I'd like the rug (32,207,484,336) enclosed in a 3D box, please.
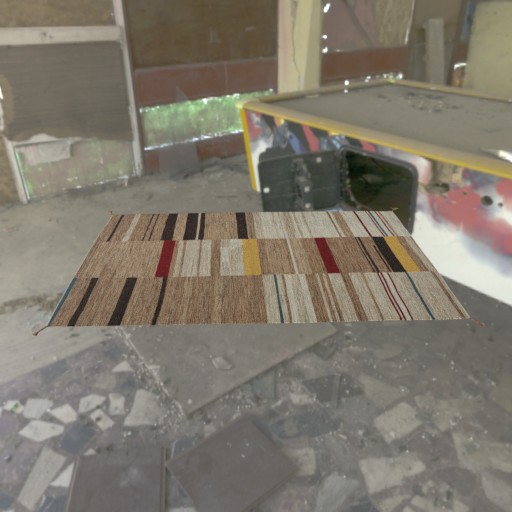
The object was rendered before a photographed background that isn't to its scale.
[{"bbox_3d":[0.000,0.000,2.376,1.918,0.007,1.268,-1,29,-2],"label":"rug"}]
